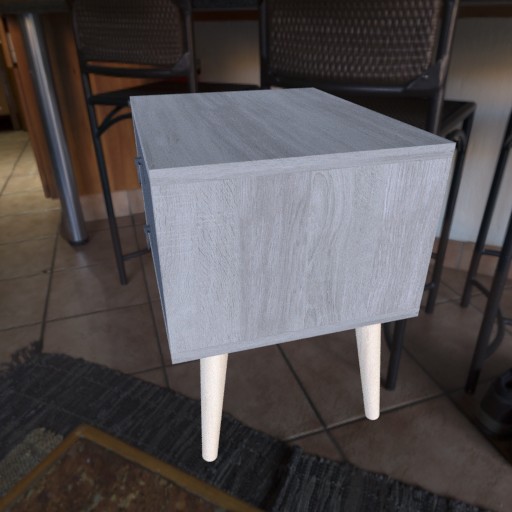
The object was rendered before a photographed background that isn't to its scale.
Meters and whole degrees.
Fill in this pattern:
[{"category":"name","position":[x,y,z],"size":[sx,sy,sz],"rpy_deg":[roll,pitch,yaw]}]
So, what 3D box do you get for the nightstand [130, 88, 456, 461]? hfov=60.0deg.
[{"category":"nightstand","position":[0.000,0.000,0.808],"size":[0.380,0.500,0.450],"rpy_deg":[-8,30,-14]}]
